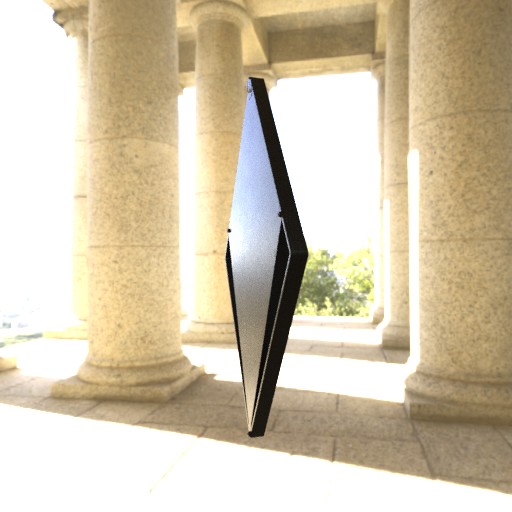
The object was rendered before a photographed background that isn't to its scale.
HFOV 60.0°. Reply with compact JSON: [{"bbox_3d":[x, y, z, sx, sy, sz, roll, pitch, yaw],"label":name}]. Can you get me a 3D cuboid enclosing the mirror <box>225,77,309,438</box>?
[{"bbox_3d":[0.000,0.000,0.836,0.032,0.679,0.419,0,-1,-17],"label":"mirror"}]
